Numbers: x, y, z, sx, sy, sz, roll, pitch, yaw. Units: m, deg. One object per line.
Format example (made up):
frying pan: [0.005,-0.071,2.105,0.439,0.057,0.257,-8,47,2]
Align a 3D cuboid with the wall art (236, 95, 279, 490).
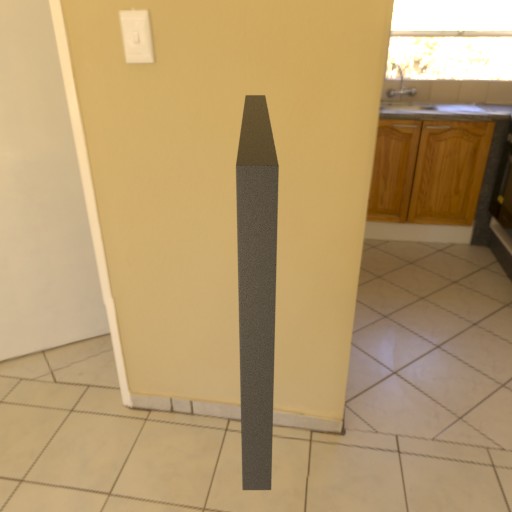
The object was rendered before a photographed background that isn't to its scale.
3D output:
wall art: [0.000,0.000,0.531,0.028,0.321,0.381,0,26,0]
